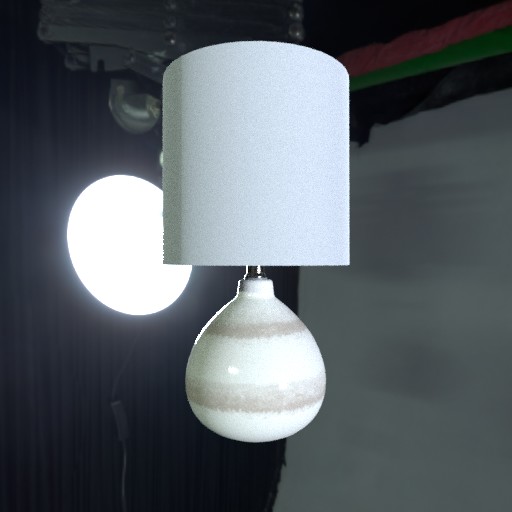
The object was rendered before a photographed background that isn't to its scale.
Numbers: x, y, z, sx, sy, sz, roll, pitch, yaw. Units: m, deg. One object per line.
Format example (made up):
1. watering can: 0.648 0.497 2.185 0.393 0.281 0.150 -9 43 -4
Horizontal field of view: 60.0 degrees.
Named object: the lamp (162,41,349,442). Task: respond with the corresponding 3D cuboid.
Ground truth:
1. lamp: 0.000 0.000 0.524 0.217 0.404 0.217 0 -1 35
